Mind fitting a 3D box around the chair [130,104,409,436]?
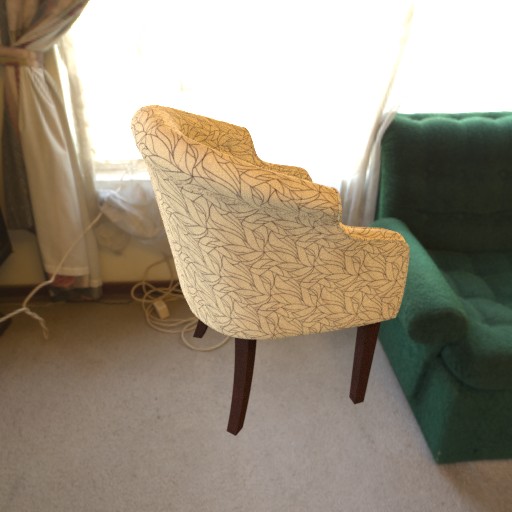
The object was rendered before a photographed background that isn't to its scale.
[{"bbox_3d":[0.000,0.000,1.307,0.613,0.858,0.686,-10,30,-17],"label":"chair"}]
